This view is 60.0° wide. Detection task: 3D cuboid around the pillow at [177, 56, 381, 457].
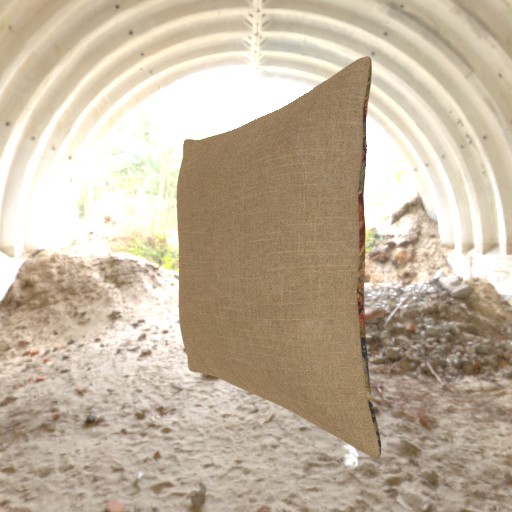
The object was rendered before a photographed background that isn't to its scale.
[{"bbox_3d":[0.000,0.000,0.764,0.166,0.506,0.523,0,0,-35],"label":"pillow"}]
